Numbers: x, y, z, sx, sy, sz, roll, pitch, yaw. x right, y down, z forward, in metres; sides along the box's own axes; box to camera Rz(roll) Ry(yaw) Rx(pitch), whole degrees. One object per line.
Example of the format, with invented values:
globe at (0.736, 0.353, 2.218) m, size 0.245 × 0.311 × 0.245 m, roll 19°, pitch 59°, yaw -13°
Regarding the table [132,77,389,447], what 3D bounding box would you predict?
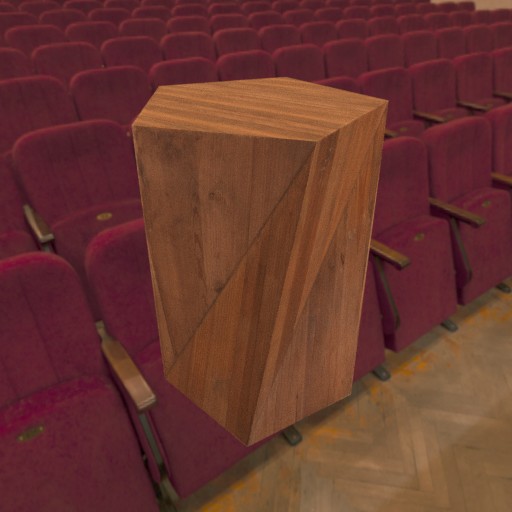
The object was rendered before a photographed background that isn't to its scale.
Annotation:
table at (0.000, 0.000, 0.893) m, size 0.441 × 0.604 × 0.425 m, roll -21°, pitch 38°, yaw -30°
